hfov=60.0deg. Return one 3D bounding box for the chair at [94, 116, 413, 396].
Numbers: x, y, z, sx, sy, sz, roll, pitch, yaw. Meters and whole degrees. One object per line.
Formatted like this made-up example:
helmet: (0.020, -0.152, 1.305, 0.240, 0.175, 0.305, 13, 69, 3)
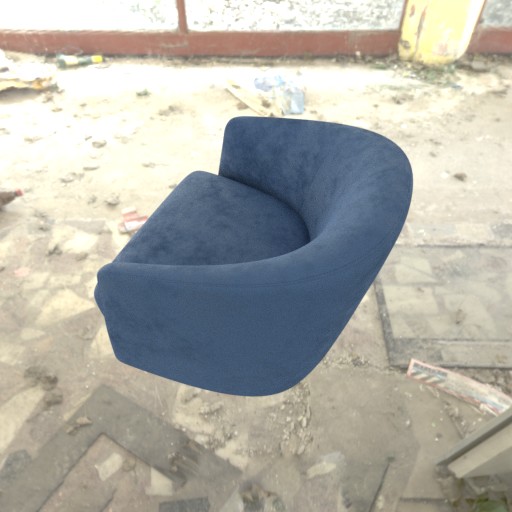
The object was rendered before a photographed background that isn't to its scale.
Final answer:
chair: (0.000, 0.000, 1.343, 0.767, 0.698, 0.773, 15, 47, 15)
